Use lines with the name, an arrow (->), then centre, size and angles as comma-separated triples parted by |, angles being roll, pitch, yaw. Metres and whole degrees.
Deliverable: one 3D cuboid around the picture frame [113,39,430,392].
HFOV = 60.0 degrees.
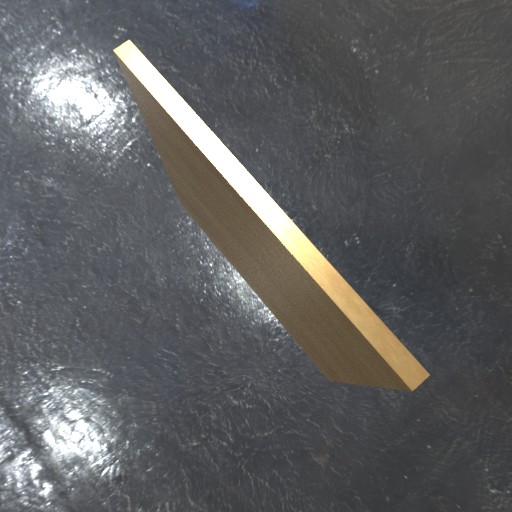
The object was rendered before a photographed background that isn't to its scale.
picture frame -> 0.000, 0.000, 1.088 | 0.037, 0.761, 0.758 | -39, 79, -9
